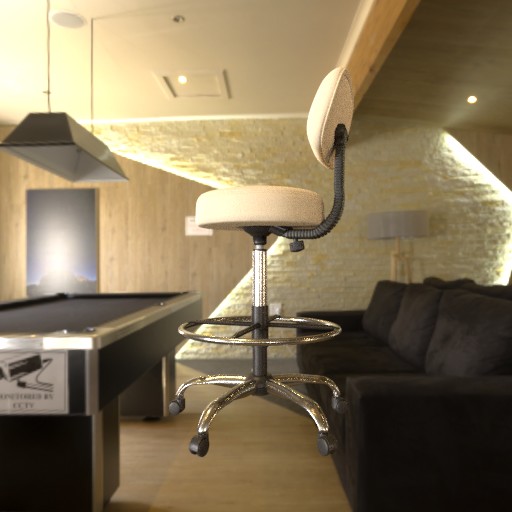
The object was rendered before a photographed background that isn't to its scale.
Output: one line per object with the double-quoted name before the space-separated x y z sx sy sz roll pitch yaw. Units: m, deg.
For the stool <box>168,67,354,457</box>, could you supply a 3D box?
"stool" 0.000 0.000 1.444 0.616 1.080 0.609 0 -1 17
